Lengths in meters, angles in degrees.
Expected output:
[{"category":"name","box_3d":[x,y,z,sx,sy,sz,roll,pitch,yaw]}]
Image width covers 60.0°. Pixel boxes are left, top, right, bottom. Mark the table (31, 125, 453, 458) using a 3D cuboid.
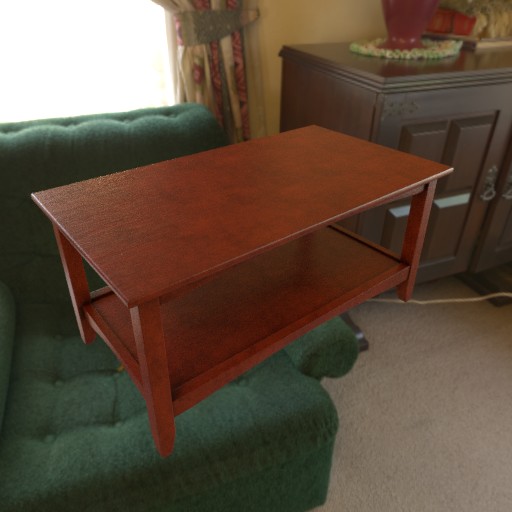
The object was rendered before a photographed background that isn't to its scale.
[{"category":"table","box_3d":[0.000,0.000,1.243,0.943,0.456,0.533,-23,39,-32]}]
